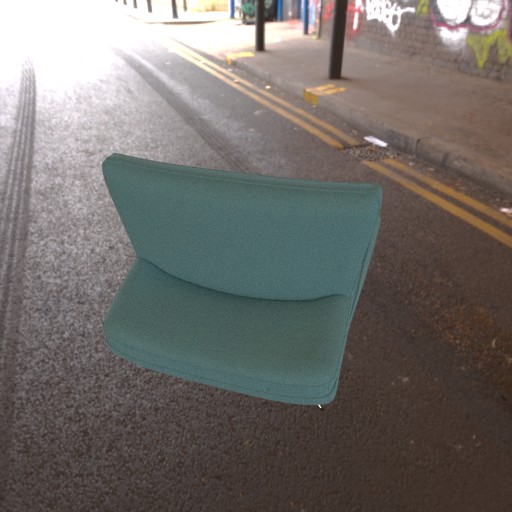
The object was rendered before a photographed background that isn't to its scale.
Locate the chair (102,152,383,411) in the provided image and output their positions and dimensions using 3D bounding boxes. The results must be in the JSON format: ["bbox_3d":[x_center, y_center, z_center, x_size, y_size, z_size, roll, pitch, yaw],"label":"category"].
[{"bbox_3d":[0.000,0.000,1.676,0.859,0.855,1.008,10,34,15],"label":"chair"}]
